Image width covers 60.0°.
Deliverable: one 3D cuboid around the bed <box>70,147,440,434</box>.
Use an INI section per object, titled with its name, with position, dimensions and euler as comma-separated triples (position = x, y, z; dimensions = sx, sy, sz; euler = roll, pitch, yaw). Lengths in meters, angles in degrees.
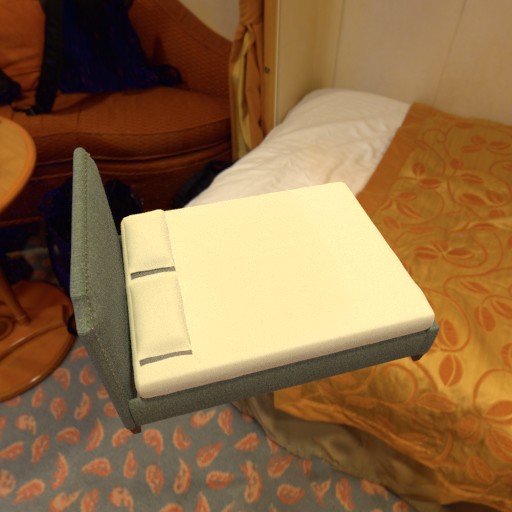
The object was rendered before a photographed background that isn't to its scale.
[bed]
position = 0.000, 0.000, 3.418
dimensions = 2.372, 1.443, 1.712
euler = -11, 47, -11
